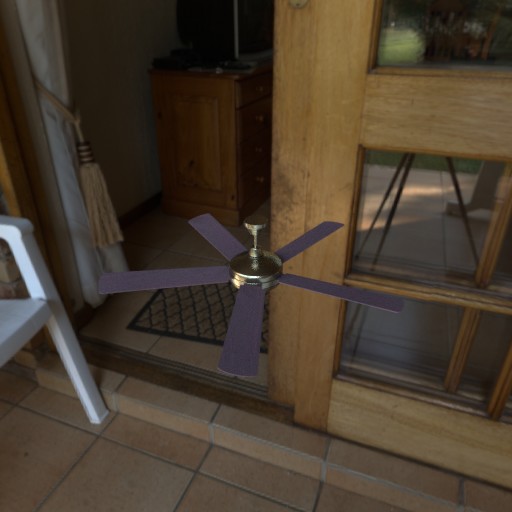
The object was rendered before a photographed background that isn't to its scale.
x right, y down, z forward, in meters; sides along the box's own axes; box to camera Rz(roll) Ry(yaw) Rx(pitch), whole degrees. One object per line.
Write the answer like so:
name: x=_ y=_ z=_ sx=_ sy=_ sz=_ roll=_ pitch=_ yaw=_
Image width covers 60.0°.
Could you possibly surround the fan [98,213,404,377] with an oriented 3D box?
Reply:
fan: x=0.000 y=0.000 z=2.018 sx=1.321 sy=0.356 sz=1.321 roll=8 pitch=30 yaw=13
